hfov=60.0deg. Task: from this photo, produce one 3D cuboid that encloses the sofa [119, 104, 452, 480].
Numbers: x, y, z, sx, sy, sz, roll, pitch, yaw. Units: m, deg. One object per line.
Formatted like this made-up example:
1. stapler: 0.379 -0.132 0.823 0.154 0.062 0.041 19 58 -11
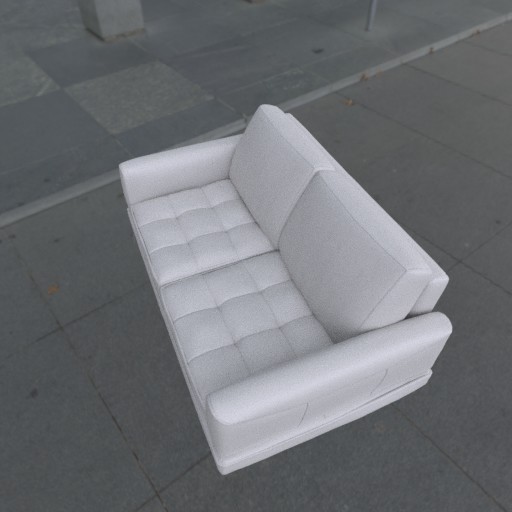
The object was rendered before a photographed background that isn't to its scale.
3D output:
1. sofa: 0.000 0.000 2.369 1.121 0.930 1.819 -17 49 -16
